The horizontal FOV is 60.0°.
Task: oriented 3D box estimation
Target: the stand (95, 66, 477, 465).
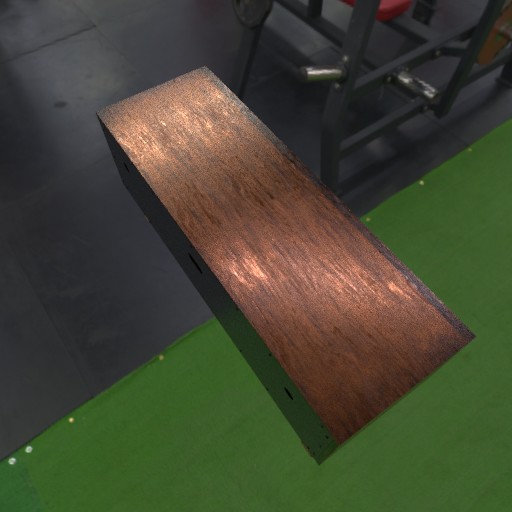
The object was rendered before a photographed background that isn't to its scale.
[{"bbox_3d":[0.000,0.000,1.649,0.481,0.610,1.372,-30,63,-17],"label":"stand"}]
